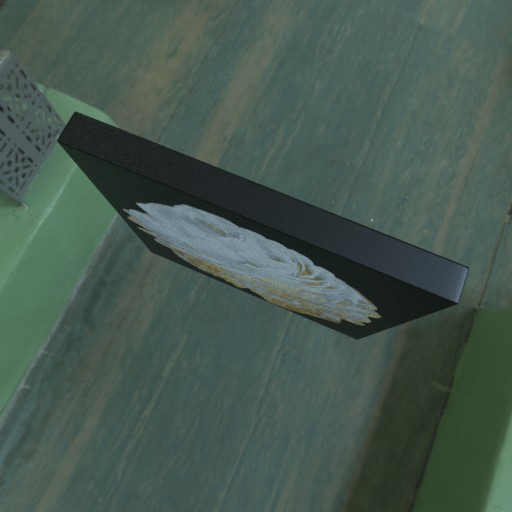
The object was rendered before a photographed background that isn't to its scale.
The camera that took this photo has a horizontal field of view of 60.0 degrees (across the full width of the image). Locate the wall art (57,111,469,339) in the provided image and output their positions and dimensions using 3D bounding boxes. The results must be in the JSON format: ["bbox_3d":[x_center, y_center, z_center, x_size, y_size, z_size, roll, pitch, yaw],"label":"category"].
[{"bbox_3d":[0.000,0.000,0.609,0.406,0.407,0.041,23,76,6],"label":"wall art"}]
